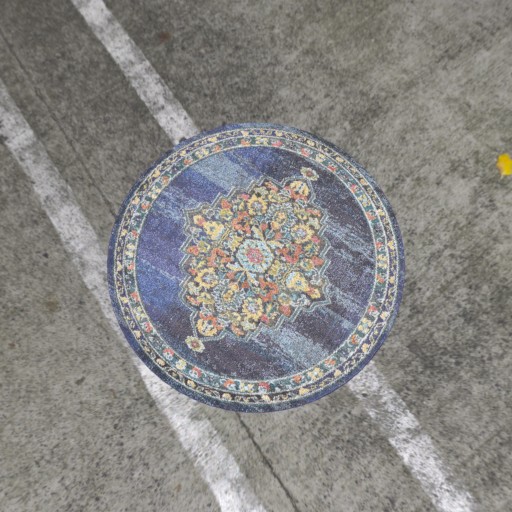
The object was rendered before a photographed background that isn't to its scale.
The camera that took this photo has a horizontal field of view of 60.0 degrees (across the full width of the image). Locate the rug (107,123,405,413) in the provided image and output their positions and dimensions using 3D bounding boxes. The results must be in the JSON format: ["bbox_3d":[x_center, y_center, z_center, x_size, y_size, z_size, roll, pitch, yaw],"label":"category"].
[{"bbox_3d":[0.000,0.000,2.374,1.591,0.010,1.591,0,76,0],"label":"rug"}]
